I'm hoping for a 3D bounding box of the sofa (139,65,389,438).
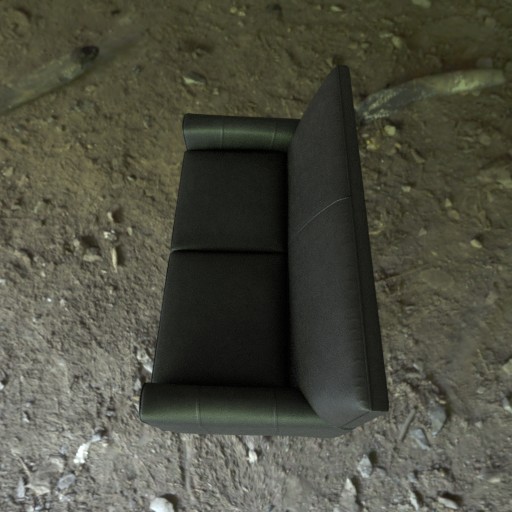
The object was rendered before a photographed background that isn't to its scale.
[{"bbox_3d":[0.000,0.000,1.966,0.787,0.871,1.473,1,60,1],"label":"sofa"}]
